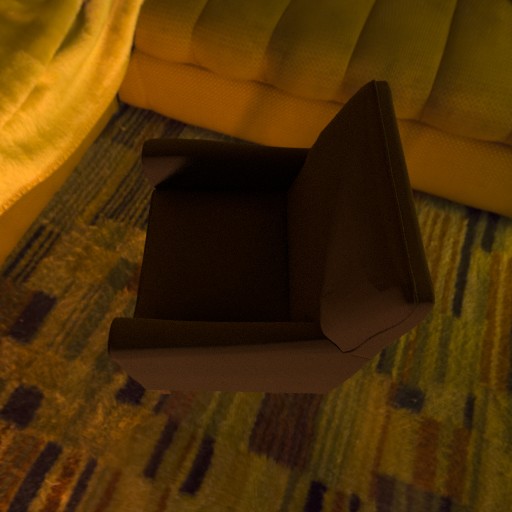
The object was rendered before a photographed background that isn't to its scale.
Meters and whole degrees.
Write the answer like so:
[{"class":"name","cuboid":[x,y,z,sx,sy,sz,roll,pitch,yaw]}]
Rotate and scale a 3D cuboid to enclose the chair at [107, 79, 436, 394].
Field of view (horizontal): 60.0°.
[{"class":"chair","cuboid":[0.000,0.000,1.577,0.831,0.911,0.836,0,60,0]}]
